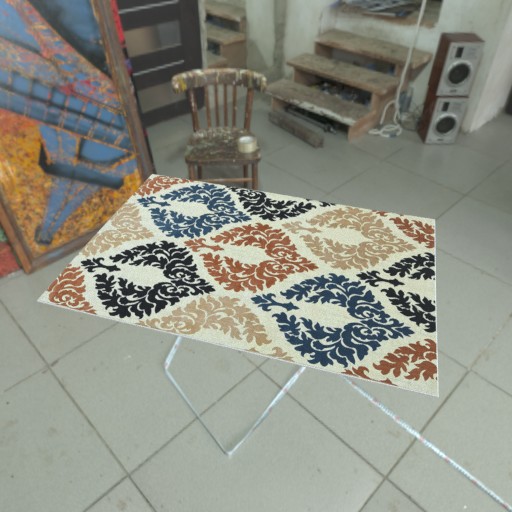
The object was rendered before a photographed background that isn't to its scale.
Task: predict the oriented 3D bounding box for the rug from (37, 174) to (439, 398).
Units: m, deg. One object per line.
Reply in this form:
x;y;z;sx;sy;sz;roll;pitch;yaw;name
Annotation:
0.000;0.000;2.921;2.275;0.014;1.514;11;42;12;rug
